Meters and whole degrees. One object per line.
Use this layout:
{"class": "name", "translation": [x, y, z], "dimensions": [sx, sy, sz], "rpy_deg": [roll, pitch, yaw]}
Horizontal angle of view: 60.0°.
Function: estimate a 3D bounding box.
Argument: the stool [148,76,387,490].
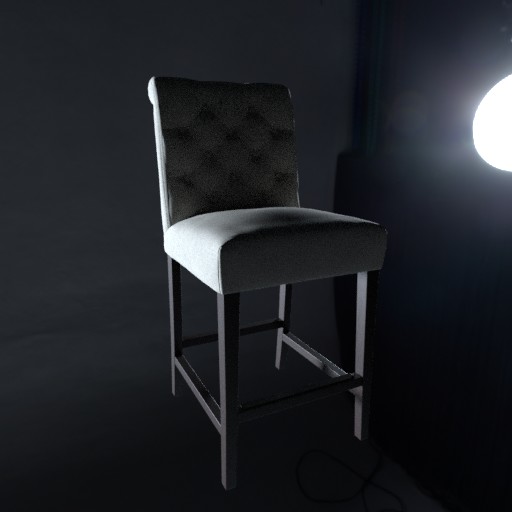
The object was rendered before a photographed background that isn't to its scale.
{"class": "stool", "translation": [0.000, 0.000, 1.329], "dimensions": [0.493, 1.040, 0.601], "rpy_deg": [-7, 16, -26]}
